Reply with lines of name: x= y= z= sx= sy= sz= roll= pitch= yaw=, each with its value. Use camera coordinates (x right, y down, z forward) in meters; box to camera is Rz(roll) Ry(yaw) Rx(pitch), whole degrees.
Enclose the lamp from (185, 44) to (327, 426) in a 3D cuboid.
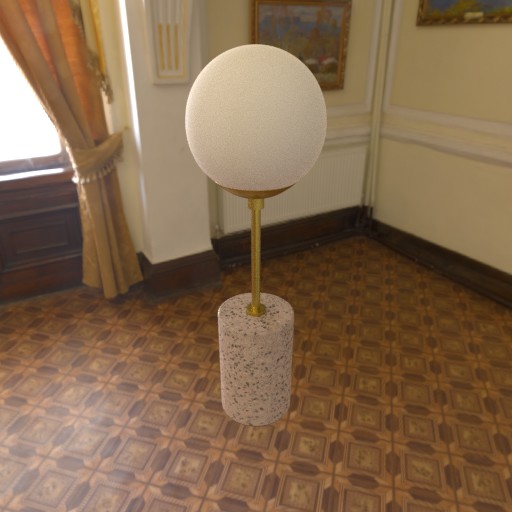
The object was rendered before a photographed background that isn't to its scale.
lamp: x=0.000 y=0.000 z=0.557 sx=0.153 sy=0.480 sz=0.153 roll=0 pitch=26 yaw=0
